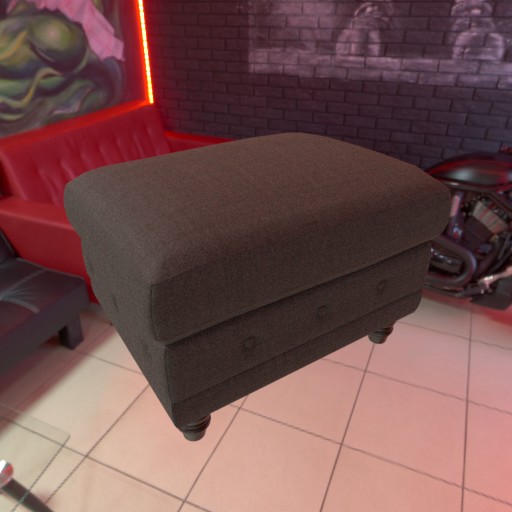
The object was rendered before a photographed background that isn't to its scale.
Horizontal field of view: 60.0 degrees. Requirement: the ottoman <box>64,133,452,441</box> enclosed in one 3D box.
[{"bbox_3d":[0.000,0.000,1.193,0.809,0.555,0.599,-18,34,-29],"label":"ottoman"}]
